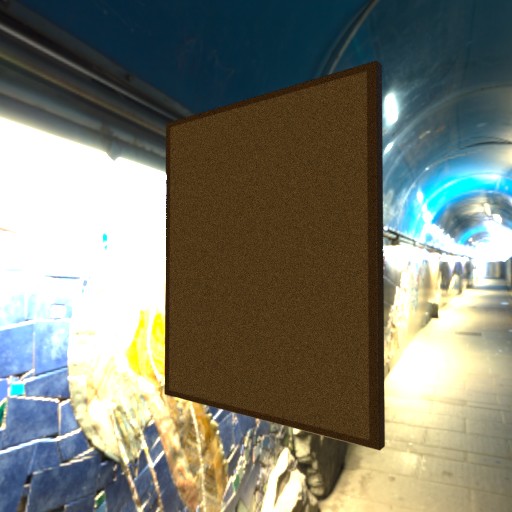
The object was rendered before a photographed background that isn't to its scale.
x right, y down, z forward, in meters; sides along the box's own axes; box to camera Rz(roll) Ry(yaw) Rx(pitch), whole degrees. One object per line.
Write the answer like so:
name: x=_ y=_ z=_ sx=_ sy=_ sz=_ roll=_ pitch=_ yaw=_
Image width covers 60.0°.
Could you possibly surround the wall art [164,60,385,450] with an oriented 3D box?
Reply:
wall art: x=0.000 y=0.000 z=0.767 sx=0.449 sy=0.550 sz=0.021 roll=-1 pitch=-2 yaw=38
